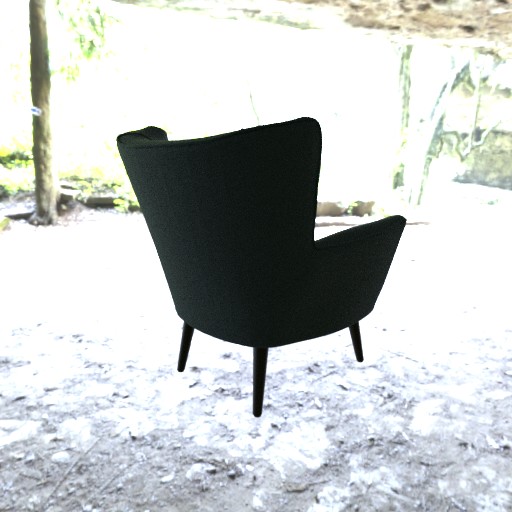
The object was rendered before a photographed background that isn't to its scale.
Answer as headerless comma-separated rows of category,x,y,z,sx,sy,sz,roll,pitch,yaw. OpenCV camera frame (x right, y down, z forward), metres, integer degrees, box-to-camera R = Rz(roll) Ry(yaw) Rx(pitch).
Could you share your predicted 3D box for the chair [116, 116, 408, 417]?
chair,0.000,0.000,1.627,0.781,0.933,0.888,13,19,43
